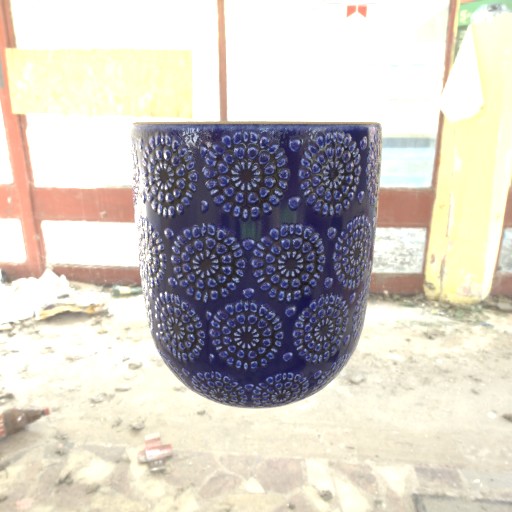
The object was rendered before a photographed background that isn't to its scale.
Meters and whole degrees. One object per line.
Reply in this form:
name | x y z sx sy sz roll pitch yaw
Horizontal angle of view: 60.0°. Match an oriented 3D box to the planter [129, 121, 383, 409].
planter | 0.000 0.000 0.357 0.184 0.206 0.184 0 16 0
